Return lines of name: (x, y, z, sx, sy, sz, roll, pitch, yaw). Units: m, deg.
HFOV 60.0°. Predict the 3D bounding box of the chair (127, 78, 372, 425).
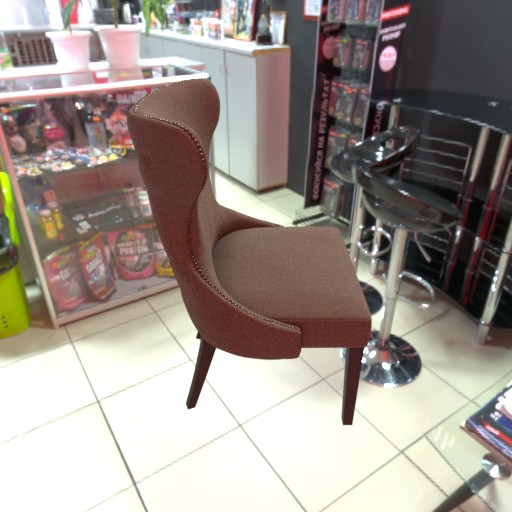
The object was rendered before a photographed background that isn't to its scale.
chair: (0.000, 0.000, 1.387, 0.635, 0.967, 0.628, 0, 31, -1)
